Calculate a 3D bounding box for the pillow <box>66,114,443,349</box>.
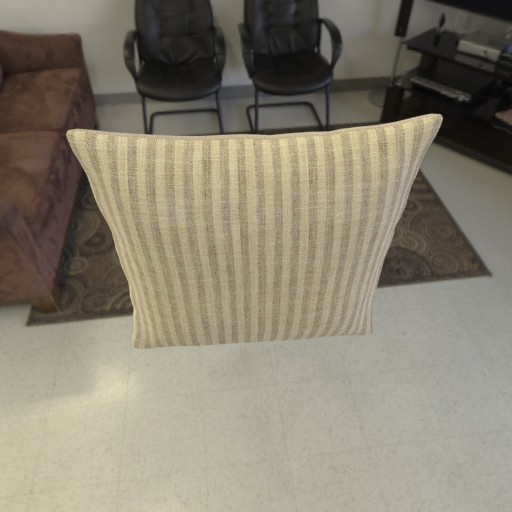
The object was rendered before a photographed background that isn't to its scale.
[{"bbox_3d":[0.000,0.000,0.781,0.523,0.510,0.166,-3,46,-3],"label":"pillow"}]
